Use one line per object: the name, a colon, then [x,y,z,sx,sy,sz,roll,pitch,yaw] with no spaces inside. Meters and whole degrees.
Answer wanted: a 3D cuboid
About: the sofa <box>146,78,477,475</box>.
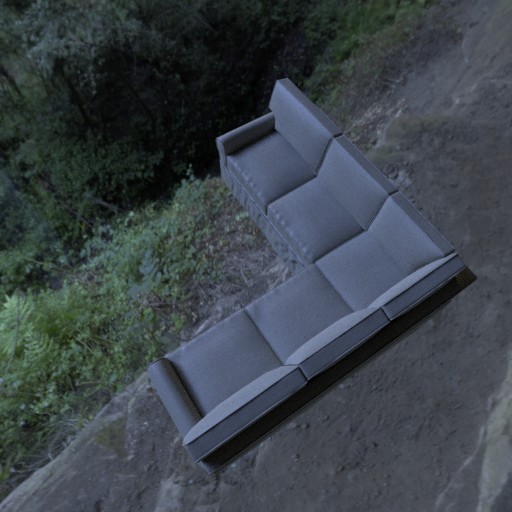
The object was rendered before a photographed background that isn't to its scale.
sofa: [0.000,0.000,4.024,2.623,1.081,2.618,-31,68,-14]
